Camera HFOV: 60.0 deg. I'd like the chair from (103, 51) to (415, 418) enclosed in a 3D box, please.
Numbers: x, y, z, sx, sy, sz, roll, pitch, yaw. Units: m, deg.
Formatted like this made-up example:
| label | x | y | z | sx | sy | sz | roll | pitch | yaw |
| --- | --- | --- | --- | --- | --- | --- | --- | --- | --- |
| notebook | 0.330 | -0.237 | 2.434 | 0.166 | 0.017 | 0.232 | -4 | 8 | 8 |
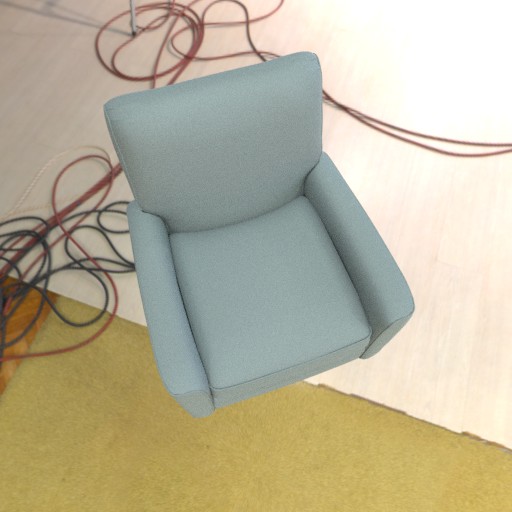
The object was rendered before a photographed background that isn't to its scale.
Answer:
| label | x | y | z | sx | sy | sz | roll | pitch | yaw |
| --- | --- | --- | --- | --- | --- | --- | --- | --- | --- |
| chair | 0.000 | 0.000 | 1.599 | 0.853 | 1.007 | 0.846 | -17 | 65 | -8 |
